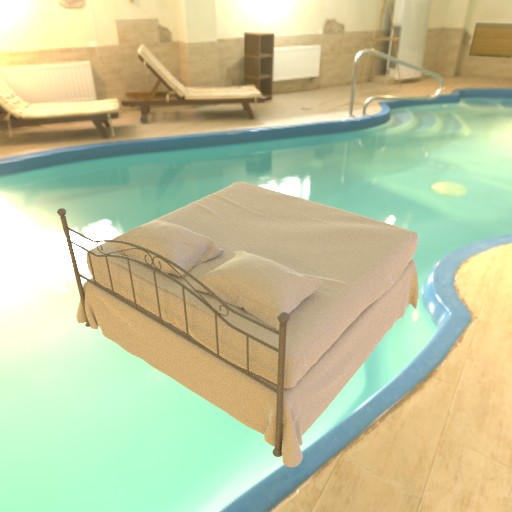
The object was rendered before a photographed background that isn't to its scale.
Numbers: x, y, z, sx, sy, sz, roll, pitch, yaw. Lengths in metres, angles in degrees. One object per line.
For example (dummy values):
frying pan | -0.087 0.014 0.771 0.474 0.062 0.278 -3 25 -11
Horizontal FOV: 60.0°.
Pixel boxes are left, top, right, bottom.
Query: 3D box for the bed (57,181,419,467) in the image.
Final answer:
bed | 0.000 0.000 3.692 2.309 1.080 2.220 22 37 32
